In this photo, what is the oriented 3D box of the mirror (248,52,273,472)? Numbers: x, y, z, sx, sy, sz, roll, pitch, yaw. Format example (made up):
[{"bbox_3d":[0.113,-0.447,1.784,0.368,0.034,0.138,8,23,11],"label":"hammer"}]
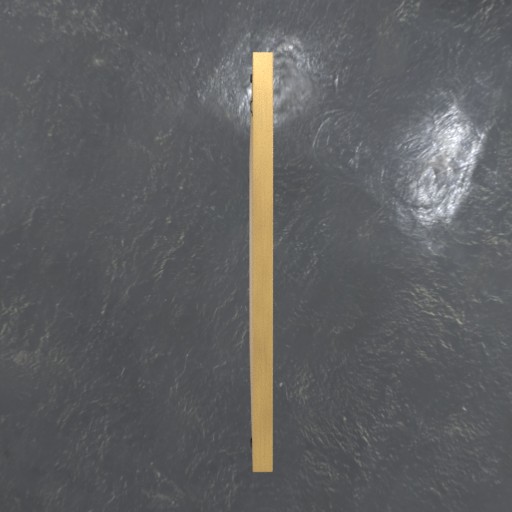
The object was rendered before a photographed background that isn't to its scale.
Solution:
[{"bbox_3d":[0.000,0.000,1.311,0.041,1.016,0.762,0,92,-1],"label":"mirror"}]
